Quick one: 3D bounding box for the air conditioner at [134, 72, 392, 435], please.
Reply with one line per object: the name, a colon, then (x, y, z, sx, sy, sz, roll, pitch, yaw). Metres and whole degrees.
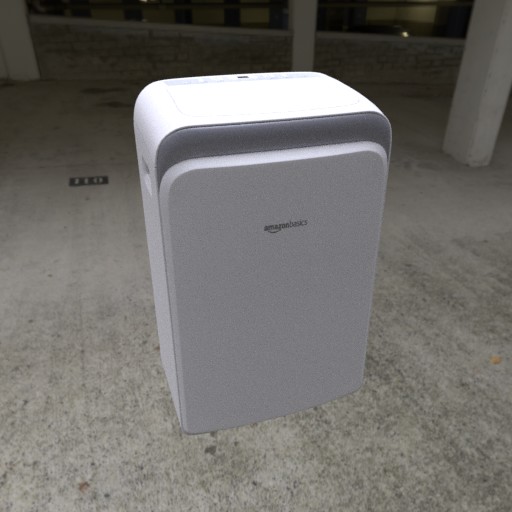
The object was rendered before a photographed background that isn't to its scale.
air conditioner: (0.000, 0.000, 0.957, 0.454, 0.700, 0.365, -9, 33, -15)
